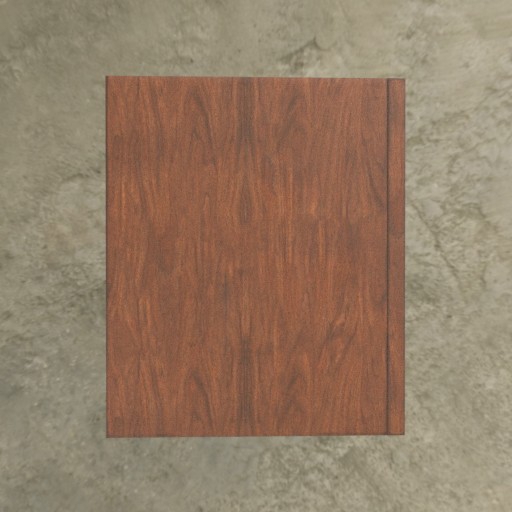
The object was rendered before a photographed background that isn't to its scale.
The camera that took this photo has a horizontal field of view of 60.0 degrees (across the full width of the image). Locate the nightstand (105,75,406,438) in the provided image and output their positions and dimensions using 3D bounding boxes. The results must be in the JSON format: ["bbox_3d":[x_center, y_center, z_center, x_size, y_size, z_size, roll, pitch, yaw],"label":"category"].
[{"bbox_3d":[0.000,0.000,0.943,0.445,0.607,0.521,0,90,-1],"label":"nightstand"}]
